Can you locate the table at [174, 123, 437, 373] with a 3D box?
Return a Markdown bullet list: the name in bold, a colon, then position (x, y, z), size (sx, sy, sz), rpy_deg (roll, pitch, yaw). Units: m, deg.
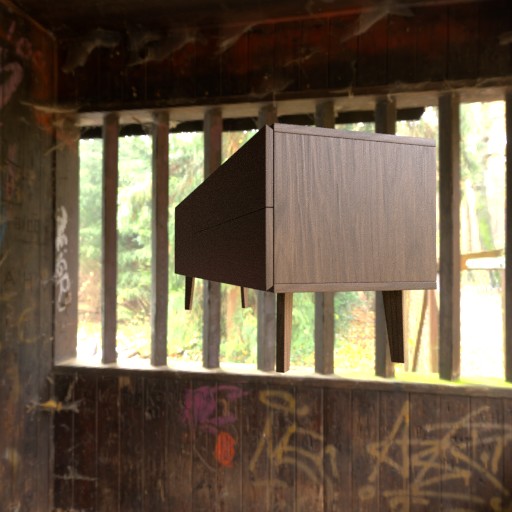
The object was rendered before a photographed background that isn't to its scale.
- **table**: position (0.000, 0.000, 1.595), size (0.405, 0.508, 1.397), rpy_deg (0, -1, -18)
